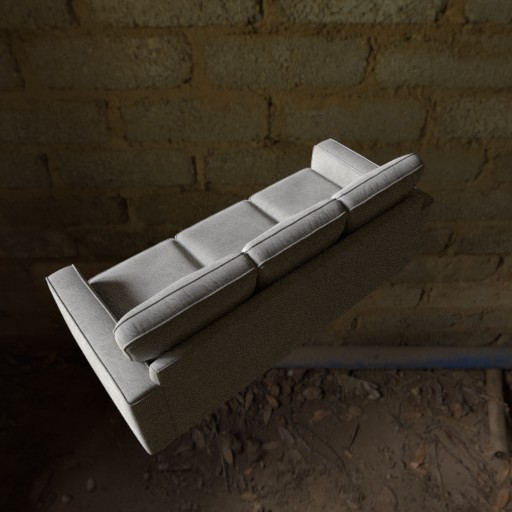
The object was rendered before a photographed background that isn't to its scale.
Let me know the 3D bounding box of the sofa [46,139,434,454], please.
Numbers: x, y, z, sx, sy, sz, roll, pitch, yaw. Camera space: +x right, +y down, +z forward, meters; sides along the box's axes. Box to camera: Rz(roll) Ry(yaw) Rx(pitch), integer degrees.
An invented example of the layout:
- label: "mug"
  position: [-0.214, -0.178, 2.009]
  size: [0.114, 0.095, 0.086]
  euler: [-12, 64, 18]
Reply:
- label: "sofa"
  position: [0.000, 0.000, 2.641]
  size: [2.133, 0.965, 0.939]
  euler: [-31, 54, -26]
